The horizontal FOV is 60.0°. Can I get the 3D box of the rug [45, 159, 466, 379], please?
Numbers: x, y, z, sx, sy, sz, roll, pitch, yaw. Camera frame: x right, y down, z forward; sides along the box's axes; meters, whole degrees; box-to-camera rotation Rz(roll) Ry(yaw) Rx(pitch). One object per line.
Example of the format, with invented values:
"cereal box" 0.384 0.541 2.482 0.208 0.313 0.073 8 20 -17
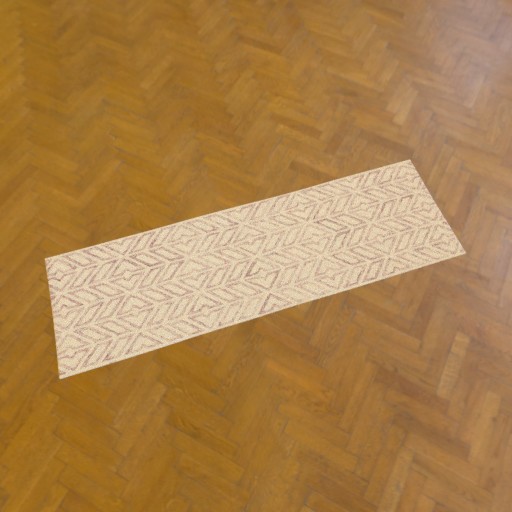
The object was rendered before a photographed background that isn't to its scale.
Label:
"rug" 0.000 0.000 2.679 2.435 0.009 0.750 -16 65 -8
